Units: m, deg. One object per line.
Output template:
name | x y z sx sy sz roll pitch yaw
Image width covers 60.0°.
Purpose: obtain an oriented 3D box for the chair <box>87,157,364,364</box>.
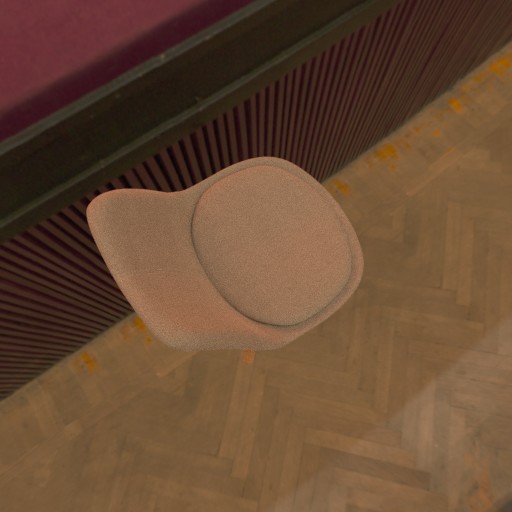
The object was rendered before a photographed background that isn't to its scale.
chair | 0.000 0.000 1.167 0.549 0.863 0.474 -33 78 -8
